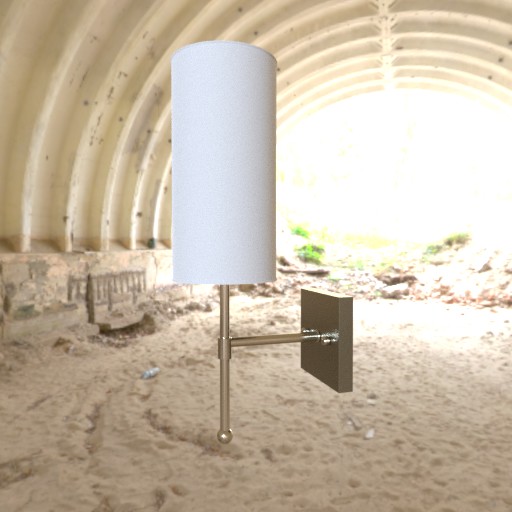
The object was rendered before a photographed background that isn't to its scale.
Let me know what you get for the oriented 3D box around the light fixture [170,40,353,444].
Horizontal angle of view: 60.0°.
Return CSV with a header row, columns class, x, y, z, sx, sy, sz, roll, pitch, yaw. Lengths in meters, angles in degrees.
class,x,y,z,sx,sy,sz,roll,pitch,yaw
light fixture,0.000,0.000,0.552,0.208,0.462,0.128,0,2,-17
